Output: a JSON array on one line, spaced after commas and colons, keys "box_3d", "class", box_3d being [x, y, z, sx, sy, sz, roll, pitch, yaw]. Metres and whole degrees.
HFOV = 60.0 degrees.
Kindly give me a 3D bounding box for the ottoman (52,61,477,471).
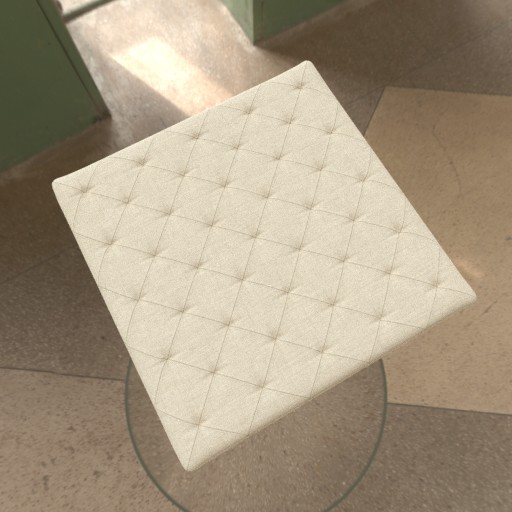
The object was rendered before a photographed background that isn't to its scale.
[{"box_3d": [0.000, 0.000, 1.620, 1.028, 0.439, 1.028, -28, 76, -8], "class": "ottoman"}]
